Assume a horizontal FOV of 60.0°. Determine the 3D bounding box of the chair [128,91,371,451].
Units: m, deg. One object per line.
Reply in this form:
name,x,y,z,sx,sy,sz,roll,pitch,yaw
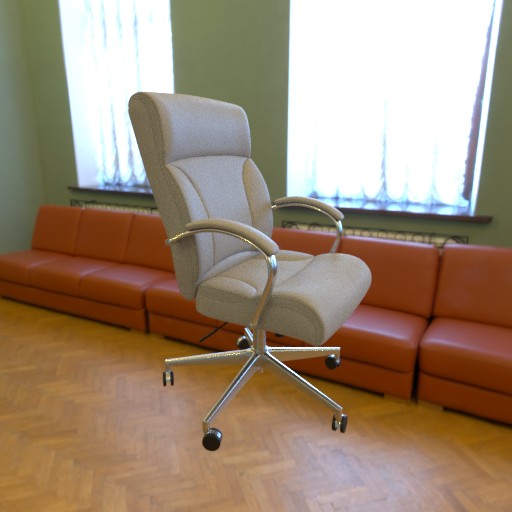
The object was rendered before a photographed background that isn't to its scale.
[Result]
chair,0.000,0.000,1.569,0.745,1.099,0.727,7,16,27
